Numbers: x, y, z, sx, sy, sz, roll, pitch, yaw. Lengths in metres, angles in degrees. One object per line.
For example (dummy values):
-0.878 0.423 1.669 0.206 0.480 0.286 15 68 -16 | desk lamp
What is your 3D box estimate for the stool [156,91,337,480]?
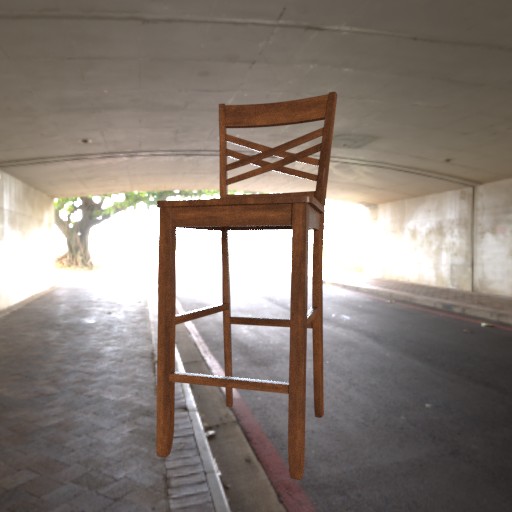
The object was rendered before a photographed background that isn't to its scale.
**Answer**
0.000 0.000 1.371 0.433 1.105 0.487 0 1 18 | stool
